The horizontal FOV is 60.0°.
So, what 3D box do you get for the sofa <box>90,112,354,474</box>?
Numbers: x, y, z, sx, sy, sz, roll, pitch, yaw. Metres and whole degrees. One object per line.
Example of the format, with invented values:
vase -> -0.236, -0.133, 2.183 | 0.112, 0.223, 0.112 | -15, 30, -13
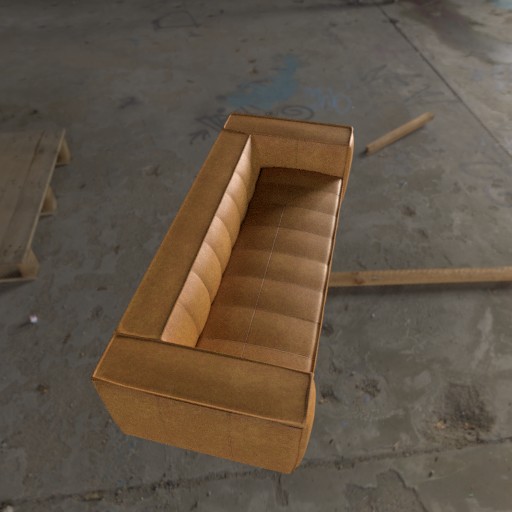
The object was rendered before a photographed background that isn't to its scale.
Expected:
sofa -> 0.000, 0.000, 3.093 | 1.102, 0.701, 2.581 | 10, 48, 9
